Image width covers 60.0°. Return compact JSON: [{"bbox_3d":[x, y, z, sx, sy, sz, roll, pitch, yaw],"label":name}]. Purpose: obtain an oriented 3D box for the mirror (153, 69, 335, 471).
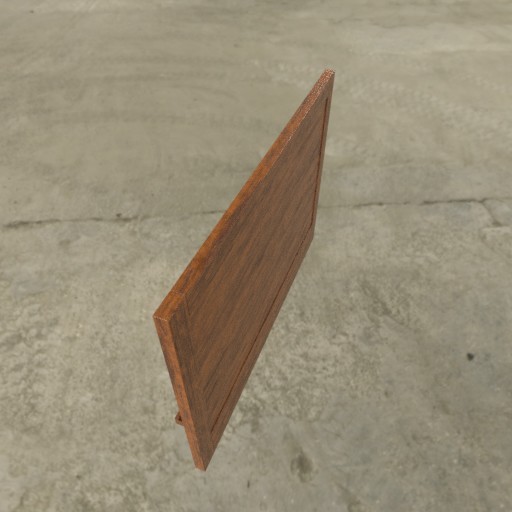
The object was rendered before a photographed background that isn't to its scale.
[{"bbox_3d":[0.000,0.000,0.982,0.084,0.537,0.758,17,49,15],"label":"mirror"}]
